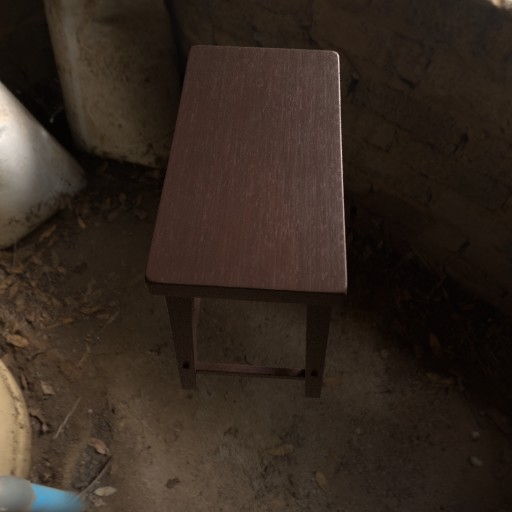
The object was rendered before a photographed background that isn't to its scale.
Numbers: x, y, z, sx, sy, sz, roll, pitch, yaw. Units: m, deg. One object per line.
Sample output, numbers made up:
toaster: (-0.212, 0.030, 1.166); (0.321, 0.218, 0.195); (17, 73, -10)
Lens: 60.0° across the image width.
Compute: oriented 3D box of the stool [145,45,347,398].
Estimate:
stool: (0.000, 0.000, 0.858); (0.322, 0.610, 0.406); (3, 62, 2)
